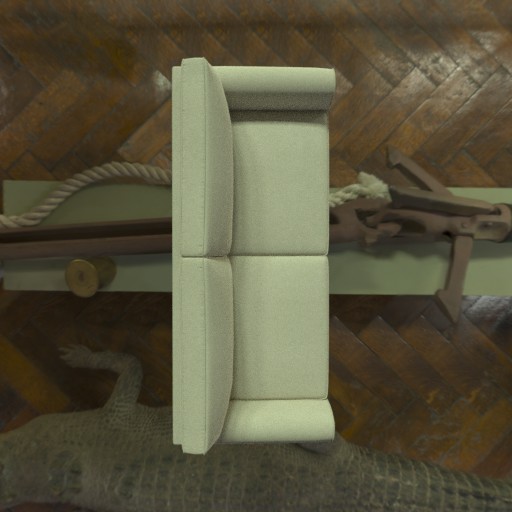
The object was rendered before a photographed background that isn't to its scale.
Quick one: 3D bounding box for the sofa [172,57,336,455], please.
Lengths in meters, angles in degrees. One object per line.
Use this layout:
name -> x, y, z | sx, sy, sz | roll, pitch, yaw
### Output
sofa -> 0.000, 0.000, 2.628 | 0.901, 0.962, 2.146 | 0, 91, -2
